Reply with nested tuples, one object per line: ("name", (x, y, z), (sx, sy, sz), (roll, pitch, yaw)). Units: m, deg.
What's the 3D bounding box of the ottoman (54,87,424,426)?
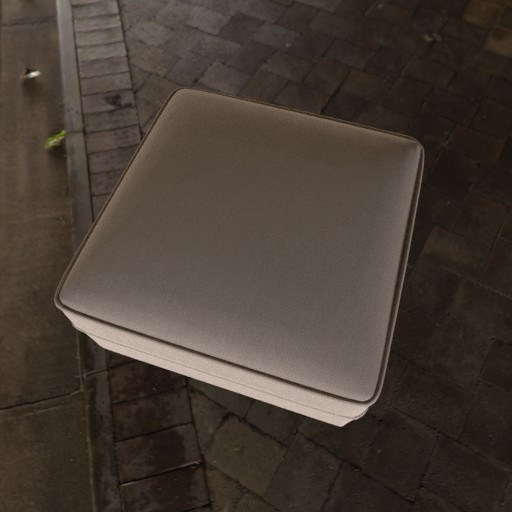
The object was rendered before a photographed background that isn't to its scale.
("ottoman", (0.000, 0.000, 1.042), (0.613, 0.438, 0.616), (16, 63, 8))
